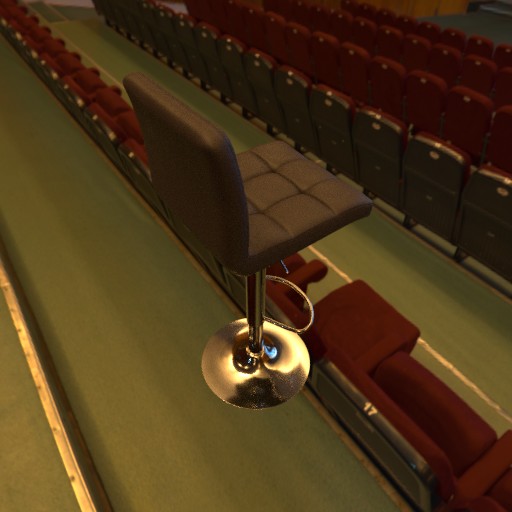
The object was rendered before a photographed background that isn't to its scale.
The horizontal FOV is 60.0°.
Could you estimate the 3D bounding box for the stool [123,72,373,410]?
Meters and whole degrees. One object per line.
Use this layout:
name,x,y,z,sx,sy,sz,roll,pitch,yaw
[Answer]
stool,0.000,0.000,1.378,0.505,1.115,0.430,-25,48,-25
